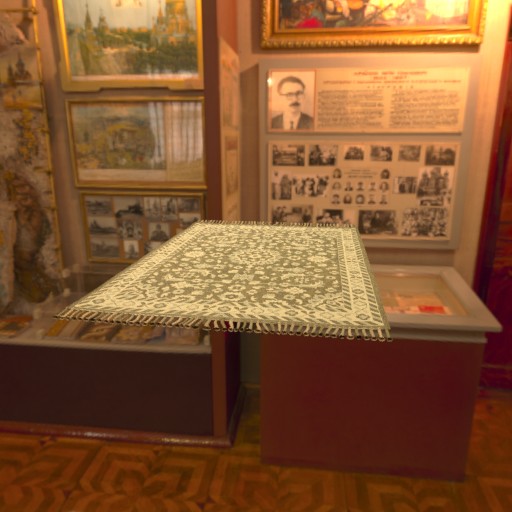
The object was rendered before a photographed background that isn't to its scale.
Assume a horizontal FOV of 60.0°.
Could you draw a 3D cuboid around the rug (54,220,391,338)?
[{"bbox_3d":[0.000,0.000,3.080,1.530,0.025,2.431,2,15,8],"label":"rug"}]
